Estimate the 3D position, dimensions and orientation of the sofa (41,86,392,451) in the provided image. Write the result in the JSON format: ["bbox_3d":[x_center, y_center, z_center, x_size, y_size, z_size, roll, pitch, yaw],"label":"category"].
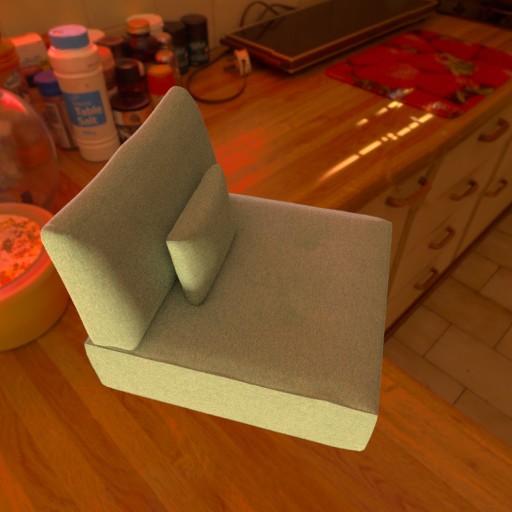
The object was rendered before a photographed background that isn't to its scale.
[{"bbox_3d":[0.000,0.000,1.647,1.000,0.820,0.930,11,46,11],"label":"sofa"}]
